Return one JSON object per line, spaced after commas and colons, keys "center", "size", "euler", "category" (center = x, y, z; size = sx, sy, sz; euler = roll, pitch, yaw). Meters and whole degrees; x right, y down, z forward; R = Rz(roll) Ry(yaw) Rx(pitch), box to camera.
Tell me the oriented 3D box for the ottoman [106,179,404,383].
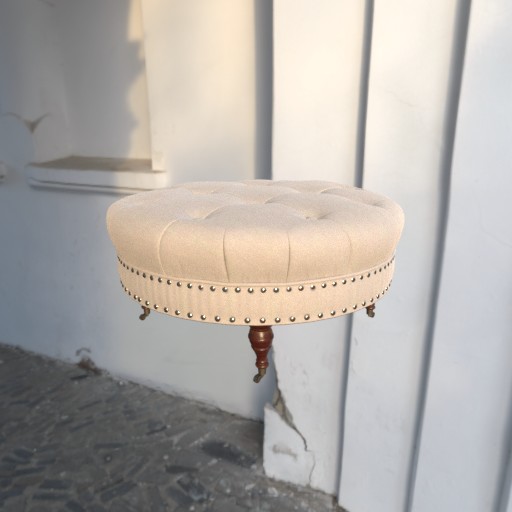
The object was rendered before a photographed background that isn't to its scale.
{"center": [0.000, 0.000, 1.428], "size": [0.901, 0.439, 0.901], "euler": [0, 16, 0], "category": "ottoman"}
